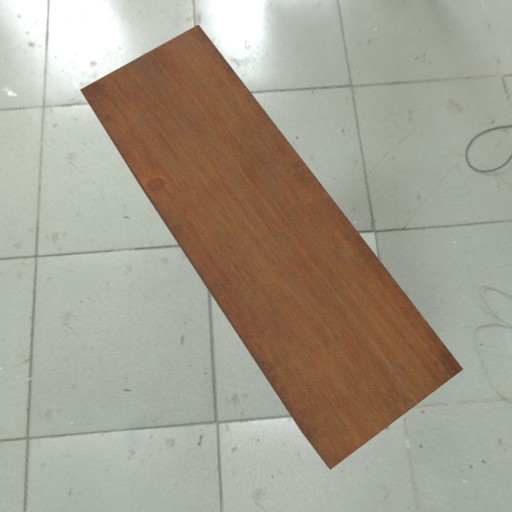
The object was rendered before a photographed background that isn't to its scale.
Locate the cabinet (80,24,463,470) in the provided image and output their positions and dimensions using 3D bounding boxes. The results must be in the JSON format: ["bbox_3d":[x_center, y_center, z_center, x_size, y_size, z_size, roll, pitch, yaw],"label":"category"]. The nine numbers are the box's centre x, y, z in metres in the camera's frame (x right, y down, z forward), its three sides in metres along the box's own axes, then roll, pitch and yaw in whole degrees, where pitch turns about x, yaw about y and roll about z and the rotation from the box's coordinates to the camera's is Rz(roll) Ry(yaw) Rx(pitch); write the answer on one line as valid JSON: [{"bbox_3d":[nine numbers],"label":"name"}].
[{"bbox_3d":[0.000,0.000,1.558,0.403,0.805,1.204,-33,78,-8],"label":"cabinet"}]
